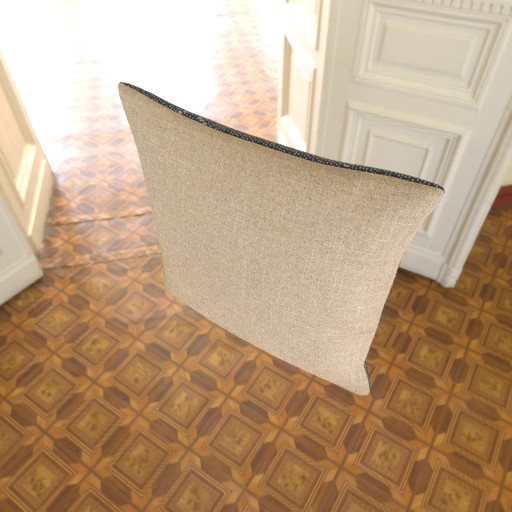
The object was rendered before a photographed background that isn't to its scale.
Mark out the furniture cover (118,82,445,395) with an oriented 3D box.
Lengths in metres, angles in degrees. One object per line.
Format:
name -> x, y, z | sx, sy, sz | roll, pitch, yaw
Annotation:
furniture cover -> 0.000, 0.000, 0.770 | 0.511, 0.503, 0.162 | 25, 51, 22
